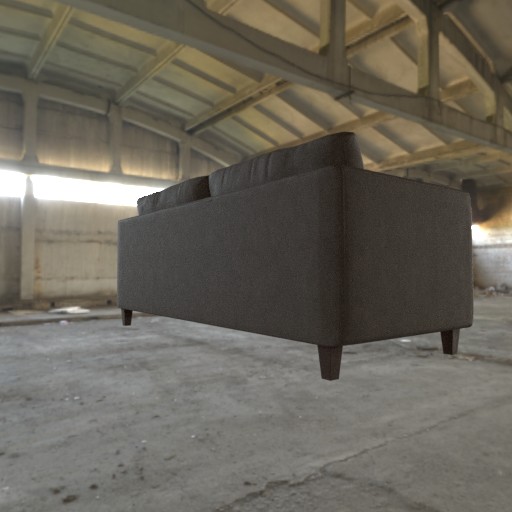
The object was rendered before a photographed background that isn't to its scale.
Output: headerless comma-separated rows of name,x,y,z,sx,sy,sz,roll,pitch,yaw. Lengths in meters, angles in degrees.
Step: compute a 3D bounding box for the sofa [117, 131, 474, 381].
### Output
sofa,0.000,0.000,2.664,0.951,0.965,2.208,2,-3,-37
